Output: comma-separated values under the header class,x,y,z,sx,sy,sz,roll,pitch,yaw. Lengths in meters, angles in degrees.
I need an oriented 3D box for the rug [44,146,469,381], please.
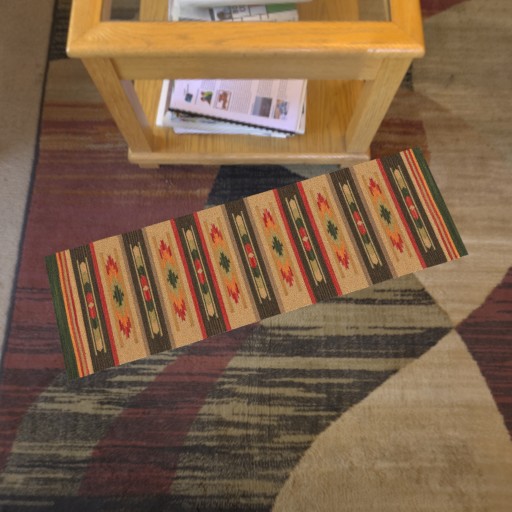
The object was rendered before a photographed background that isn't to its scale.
class,x,y,z,sx,sy,sz,roll,pitch,yaw
rug,0.000,0.000,2.662,2.440,0.009,0.760,-17,76,-4
